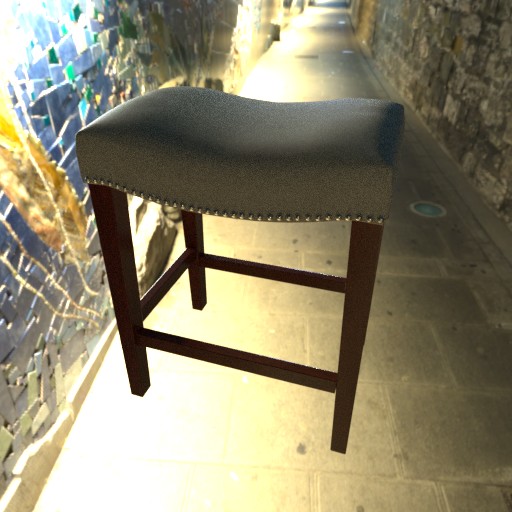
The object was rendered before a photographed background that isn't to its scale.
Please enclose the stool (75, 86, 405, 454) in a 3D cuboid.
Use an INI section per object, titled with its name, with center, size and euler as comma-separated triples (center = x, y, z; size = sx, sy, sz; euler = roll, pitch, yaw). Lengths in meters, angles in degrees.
[stool]
center = 0.000, 0.000, 0.939
size = 0.509, 0.632, 0.375
euler = 10, 33, 15
